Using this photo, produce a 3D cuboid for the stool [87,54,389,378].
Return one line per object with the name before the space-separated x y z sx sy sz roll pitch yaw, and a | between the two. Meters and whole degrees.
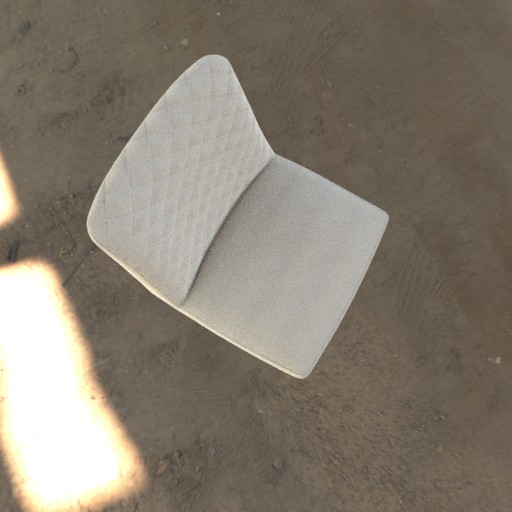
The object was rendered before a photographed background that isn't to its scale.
stool | 0.000 0.000 1.297 0.576 0.973 0.507 29 78 7
